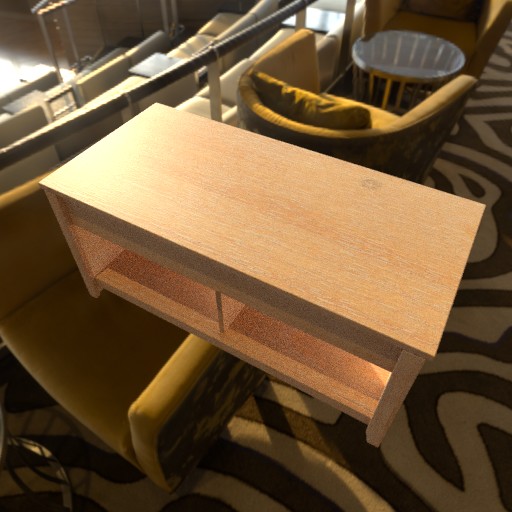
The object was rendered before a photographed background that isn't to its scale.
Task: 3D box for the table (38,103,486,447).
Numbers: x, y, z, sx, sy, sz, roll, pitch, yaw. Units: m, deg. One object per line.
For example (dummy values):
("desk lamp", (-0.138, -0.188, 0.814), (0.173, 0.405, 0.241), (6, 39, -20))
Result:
("table", (0.000, 0.000, 1.276), (1.016, 0.457, 0.483), (23, 51, 20))
